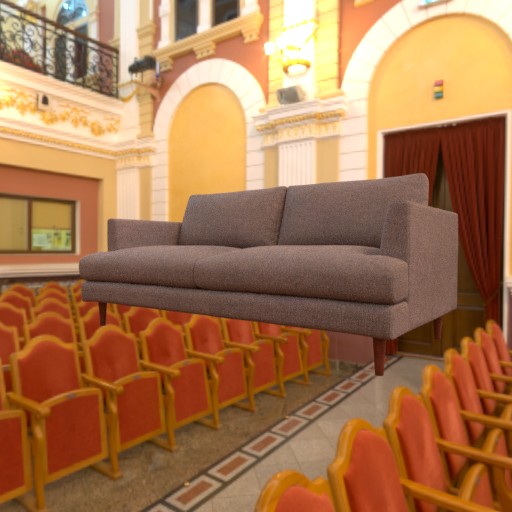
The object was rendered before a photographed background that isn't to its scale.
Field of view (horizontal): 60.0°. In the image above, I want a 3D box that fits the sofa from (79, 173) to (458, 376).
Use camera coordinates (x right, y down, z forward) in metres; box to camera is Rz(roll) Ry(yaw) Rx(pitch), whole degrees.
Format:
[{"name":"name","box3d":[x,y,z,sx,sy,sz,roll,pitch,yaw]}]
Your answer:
[{"name":"sofa","box3d":[0.000,0.000,2.521,1.948,0.868,1.020,1,2,37]}]
